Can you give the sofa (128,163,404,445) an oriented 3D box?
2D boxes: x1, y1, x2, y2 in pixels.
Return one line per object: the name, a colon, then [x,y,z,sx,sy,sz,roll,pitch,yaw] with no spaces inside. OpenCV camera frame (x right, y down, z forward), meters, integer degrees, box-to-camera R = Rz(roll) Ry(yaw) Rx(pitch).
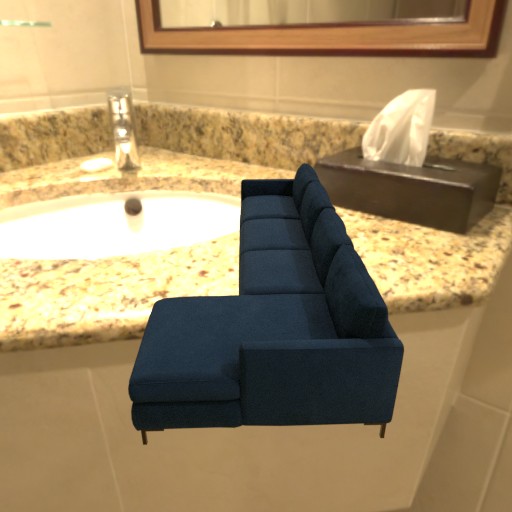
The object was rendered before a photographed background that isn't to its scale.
sofa: [0.000,0.000,3.456,1.350,0.810,2.932,-1,26,-1]
